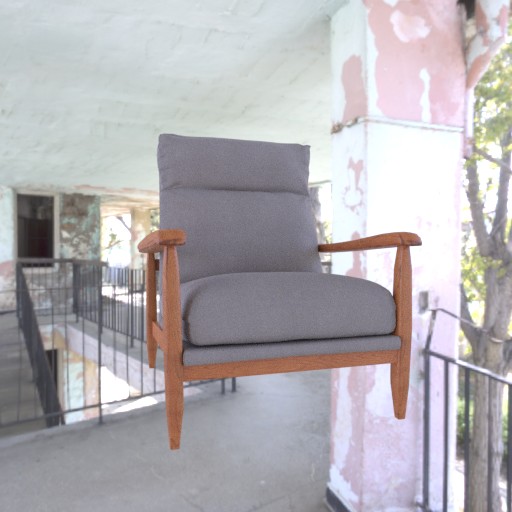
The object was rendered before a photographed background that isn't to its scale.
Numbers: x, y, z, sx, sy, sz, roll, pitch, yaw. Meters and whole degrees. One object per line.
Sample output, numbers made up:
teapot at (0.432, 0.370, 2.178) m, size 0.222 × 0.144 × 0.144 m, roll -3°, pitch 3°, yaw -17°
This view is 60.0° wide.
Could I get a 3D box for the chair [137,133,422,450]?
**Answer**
chair at (0.000, 0.000, 1.516) m, size 0.782 × 0.922 × 0.816 m, roll 0°, pitch 1°, yaw -17°
